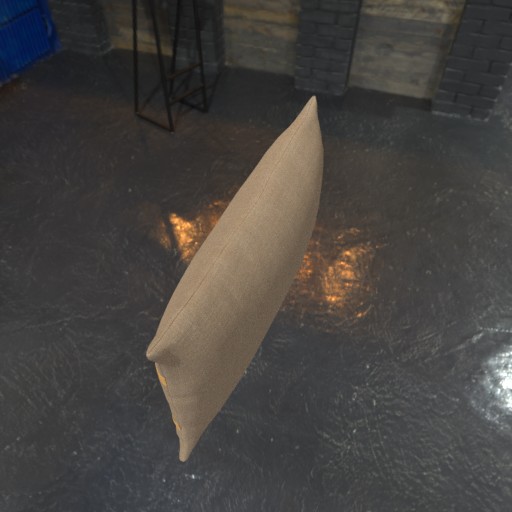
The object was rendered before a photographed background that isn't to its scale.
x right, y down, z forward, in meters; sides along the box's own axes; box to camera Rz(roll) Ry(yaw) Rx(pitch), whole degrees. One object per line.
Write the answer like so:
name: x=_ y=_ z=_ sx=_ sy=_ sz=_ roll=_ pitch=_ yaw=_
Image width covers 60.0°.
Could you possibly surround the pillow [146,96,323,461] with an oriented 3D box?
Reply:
pillow: x=0.000 y=0.000 z=0.754 sx=0.148 sy=0.308 sz=0.612 roll=16 pitch=49 yaw=15
